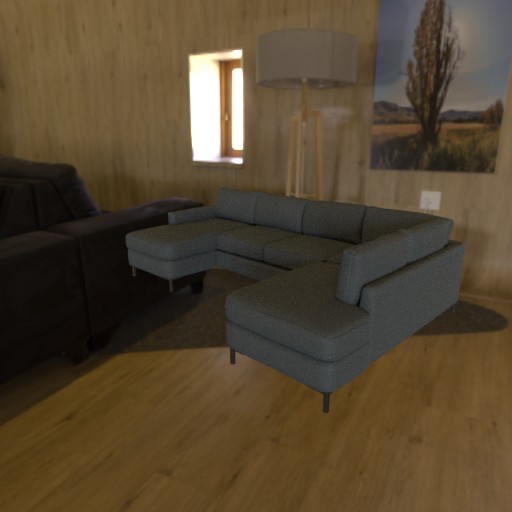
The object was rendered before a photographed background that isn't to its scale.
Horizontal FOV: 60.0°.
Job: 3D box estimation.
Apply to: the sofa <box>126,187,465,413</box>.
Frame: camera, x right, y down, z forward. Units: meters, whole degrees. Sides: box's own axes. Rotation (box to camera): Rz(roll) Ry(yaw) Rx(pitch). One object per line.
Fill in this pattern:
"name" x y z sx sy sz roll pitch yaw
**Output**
"sofa" 0.000 0.000 3.953 2.975 0.858 1.984 15 22 42
